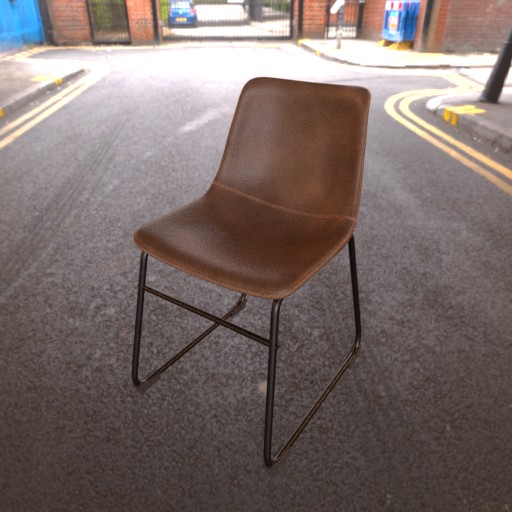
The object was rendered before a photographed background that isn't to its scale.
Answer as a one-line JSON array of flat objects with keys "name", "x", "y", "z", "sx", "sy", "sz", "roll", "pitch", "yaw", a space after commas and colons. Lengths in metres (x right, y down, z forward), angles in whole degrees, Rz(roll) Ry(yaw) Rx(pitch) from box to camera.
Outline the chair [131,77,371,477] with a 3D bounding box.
[{"name": "chair", "x": 0.000, "y": 0.000, "z": 1.129, "sx": 0.460, "sy": 0.780, "sz": 0.551, "roll": 19, "pitch": 35, "yaw": 29}]
